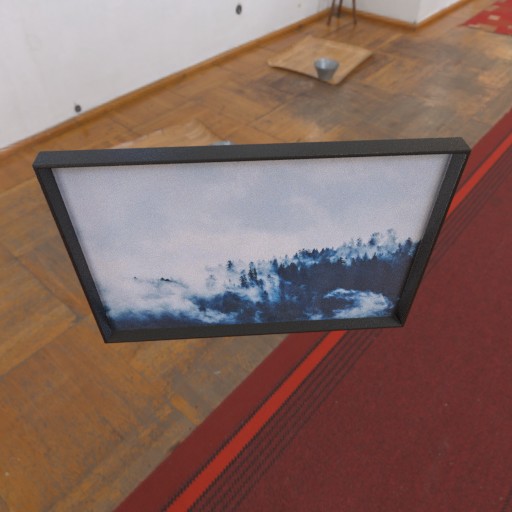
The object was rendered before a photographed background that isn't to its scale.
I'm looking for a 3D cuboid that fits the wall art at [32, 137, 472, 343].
[{"bbox_3d":[0.000,0.000,1.186,0.939,0.640,0.058,-3,44,-3],"label":"wall art"}]
